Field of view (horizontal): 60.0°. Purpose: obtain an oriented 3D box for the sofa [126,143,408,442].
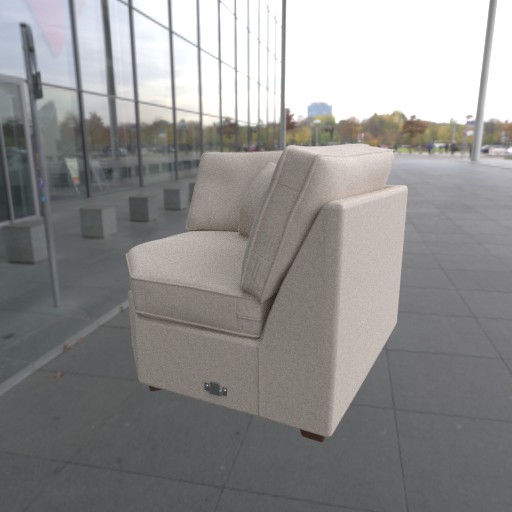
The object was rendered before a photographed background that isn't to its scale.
[{"bbox_3d":[0.000,0.000,1.907,1.050,0.937,1.042,7,16,27],"label":"sofa"}]
